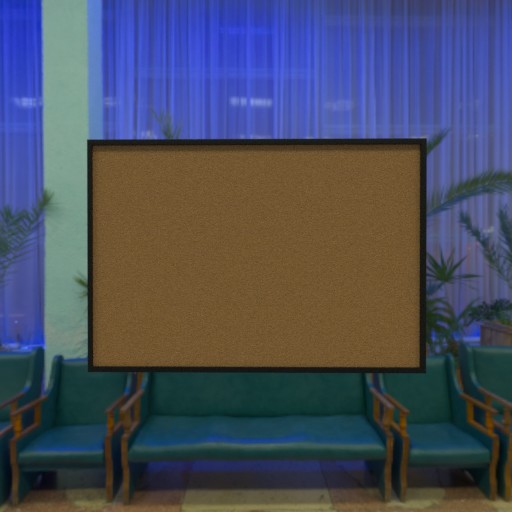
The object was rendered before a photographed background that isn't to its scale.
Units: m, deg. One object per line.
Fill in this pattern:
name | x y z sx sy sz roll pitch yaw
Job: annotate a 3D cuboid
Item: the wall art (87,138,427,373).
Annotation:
wall art | 0.000 0.000 1.266 0.963 0.665 0.013 0 0 1
